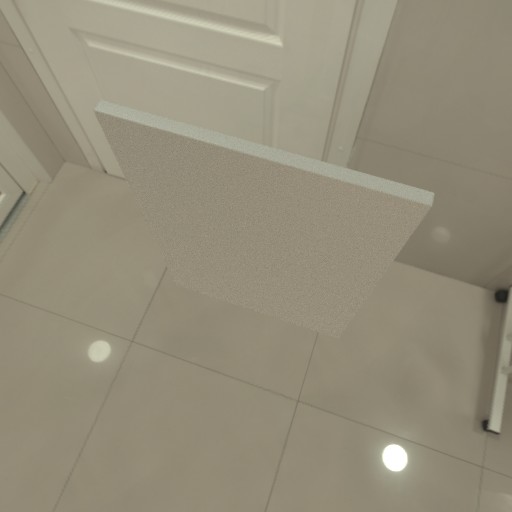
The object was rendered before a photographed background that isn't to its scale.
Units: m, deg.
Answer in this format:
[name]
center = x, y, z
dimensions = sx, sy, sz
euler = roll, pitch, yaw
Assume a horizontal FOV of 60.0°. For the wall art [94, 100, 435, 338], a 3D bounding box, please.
[wall art]
center = 0.000, 0.000, 1.545
dimensions = 0.808, 1.183, 0.038
euler = 17, 67, 8
